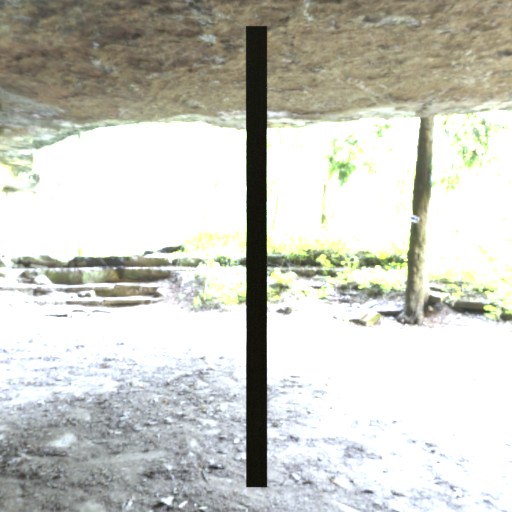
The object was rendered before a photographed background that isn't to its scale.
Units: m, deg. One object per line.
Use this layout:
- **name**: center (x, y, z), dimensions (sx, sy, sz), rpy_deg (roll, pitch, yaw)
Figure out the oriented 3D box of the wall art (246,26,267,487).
- **wall art**: center (0.000, 0.000, 0.797), dimensions (0.027, 0.580, 0.479), rpy_deg (0, 1, 0)
